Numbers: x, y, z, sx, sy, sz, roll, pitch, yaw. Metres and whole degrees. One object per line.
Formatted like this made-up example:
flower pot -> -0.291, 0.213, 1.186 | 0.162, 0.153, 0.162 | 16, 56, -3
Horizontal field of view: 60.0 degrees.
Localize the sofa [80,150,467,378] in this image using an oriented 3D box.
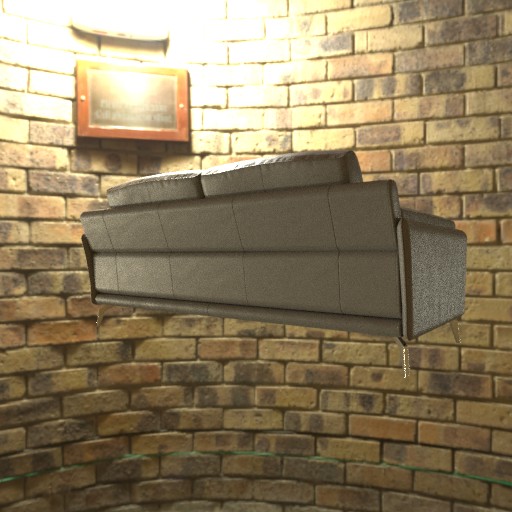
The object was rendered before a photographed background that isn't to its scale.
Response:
sofa -> 0.000, 0.000, 2.613 | 2.101, 0.930, 1.049 | 0, 0, 37
